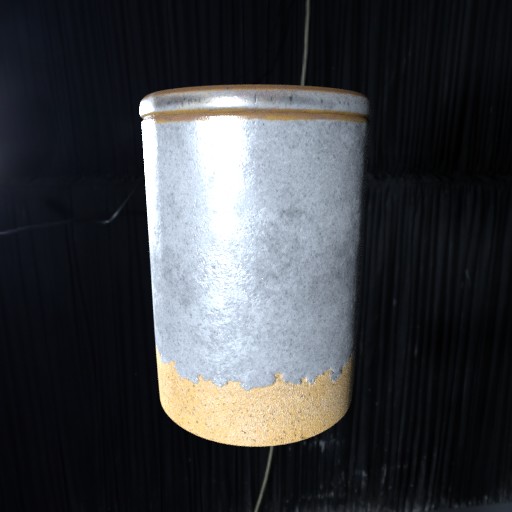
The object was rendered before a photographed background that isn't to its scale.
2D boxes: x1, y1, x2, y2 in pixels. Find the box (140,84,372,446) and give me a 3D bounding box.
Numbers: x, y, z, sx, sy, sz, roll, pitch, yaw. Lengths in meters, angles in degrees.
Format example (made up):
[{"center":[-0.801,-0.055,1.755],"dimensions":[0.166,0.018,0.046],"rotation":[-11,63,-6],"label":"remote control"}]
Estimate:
[{"center":[0.000,0.000,0.250],"dimensions":[0.118,0.168,0.118],"rotation":[0,13,0],"label":"box"}]
